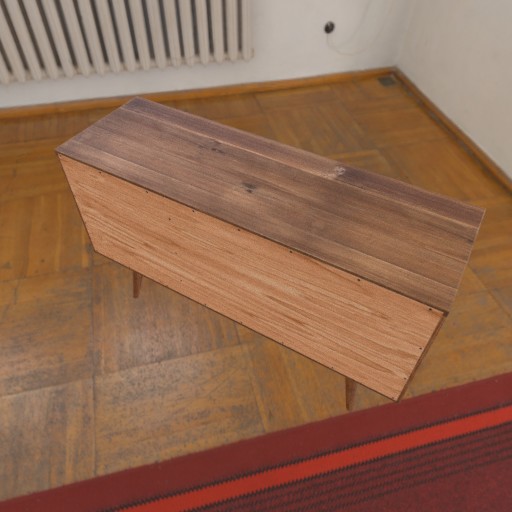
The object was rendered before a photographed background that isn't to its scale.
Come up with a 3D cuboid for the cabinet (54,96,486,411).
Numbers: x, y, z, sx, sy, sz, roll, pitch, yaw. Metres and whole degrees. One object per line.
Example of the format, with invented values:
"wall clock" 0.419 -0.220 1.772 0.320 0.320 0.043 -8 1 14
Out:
"cabinet" 0.000 0.000 1.778 1.400 0.800 0.472 23 52 20
